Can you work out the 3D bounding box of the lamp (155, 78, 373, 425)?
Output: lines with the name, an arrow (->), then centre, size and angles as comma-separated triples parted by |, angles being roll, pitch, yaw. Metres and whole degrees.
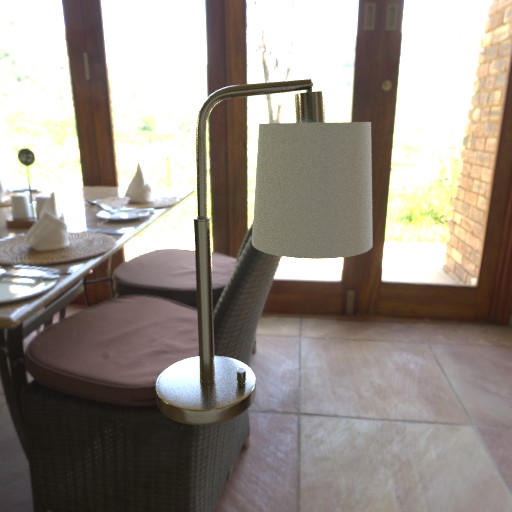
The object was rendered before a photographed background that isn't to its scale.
lamp -> 0.000, 0.000, 0.658 | 0.333, 0.489, 0.171 | 3, 17, 9
